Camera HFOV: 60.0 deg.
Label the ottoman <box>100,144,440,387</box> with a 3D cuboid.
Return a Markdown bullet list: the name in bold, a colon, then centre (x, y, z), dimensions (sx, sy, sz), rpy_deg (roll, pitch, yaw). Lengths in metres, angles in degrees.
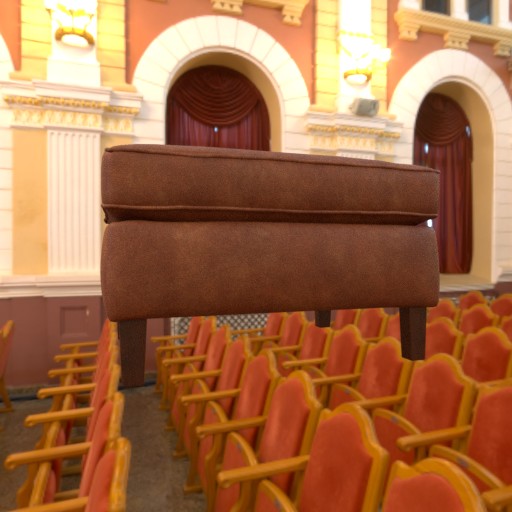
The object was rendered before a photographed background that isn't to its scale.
- **ottoman**: centre (0.000, 0.000, 1.011), dimensions (0.665, 0.418, 0.501), rpy_deg (0, 1, -18)
